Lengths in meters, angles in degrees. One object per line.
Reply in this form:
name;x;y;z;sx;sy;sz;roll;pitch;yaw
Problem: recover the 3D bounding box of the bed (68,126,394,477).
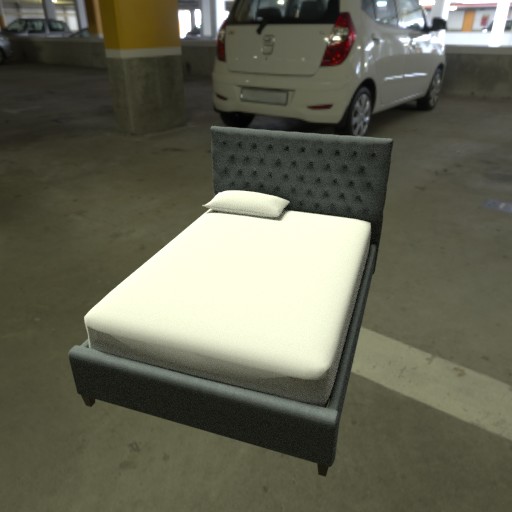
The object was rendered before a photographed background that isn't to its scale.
bed;0.000;0.000;3.364;1.698;1.411;2.335;9;29;17
